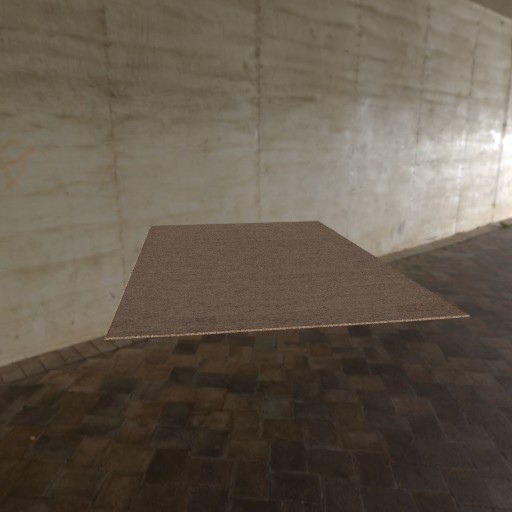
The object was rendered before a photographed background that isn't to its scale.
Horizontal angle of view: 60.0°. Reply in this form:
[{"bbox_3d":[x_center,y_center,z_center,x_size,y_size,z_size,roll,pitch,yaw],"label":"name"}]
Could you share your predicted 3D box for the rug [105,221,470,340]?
[{"bbox_3d":[0.000,0.000,2.332,1.225,0.013,1.840,-2,15,-8],"label":"rug"}]
